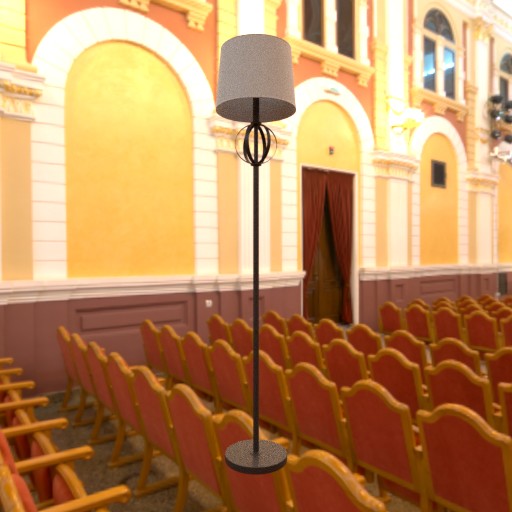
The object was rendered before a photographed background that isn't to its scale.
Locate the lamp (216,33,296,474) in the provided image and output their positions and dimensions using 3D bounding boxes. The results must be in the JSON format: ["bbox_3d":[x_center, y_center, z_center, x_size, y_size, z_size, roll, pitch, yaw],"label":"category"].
[{"bbox_3d":[0.000,0.000,1.587,0.286,1.462,0.286,0,1,-37],"label":"lamp"}]
